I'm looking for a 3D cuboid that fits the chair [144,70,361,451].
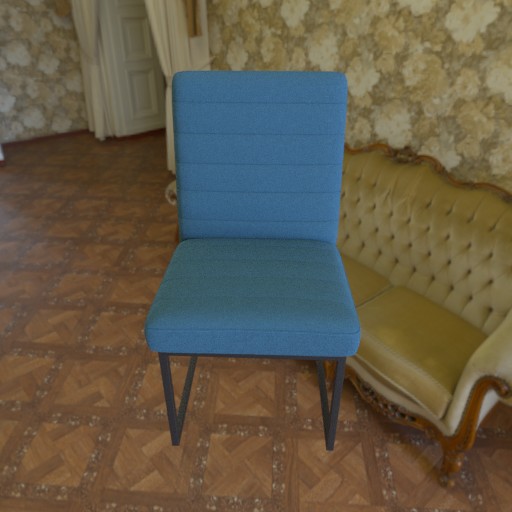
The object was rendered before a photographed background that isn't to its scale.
[{"bbox_3d":[0.000,0.000,1.290,0.520,0.930,0.634,1,31,2],"label":"chair"}]
